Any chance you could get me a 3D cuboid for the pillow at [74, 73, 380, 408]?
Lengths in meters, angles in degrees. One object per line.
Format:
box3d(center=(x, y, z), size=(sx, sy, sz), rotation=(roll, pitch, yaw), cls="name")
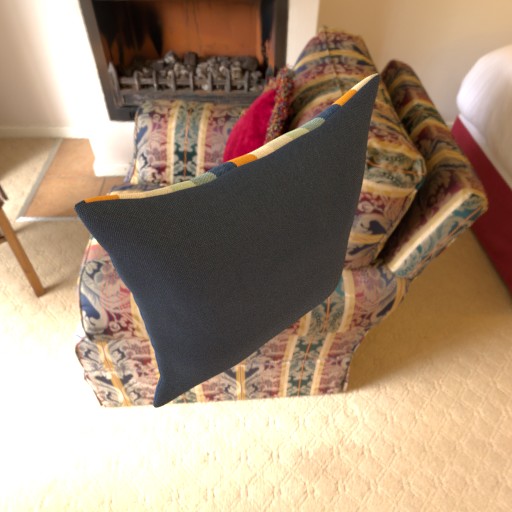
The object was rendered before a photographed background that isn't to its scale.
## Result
box3d(center=(0.000, 0.000, 0.699), size=(0.463, 0.454, 0.173), rotation=(-31, 54, -26), cls="pillow")
